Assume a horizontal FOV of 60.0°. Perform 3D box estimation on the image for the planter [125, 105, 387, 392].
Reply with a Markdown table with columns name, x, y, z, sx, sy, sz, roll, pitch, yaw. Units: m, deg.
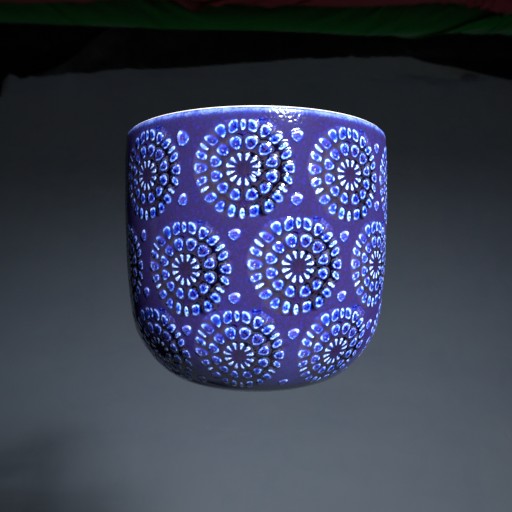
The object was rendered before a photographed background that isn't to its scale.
| name | x | y | z | sx | sy | sz | roll | pitch | yaw |
| --- | --- | --- | --- | --- | --- | --- | --- | --- | --- |
| planter | 0.000 | 0.000 | 0.293 | 0.165 | 0.149 | 0.165 | 0 | 2 | 0 |
